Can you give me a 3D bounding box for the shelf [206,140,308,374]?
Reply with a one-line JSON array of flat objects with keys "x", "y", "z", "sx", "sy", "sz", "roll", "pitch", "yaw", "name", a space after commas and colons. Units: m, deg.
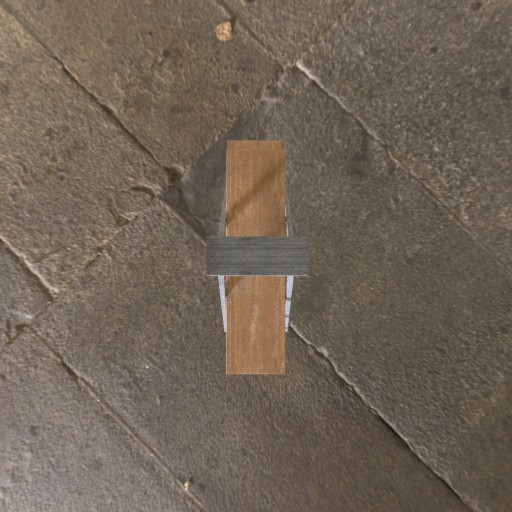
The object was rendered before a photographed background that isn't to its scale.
[{"x": 0.000, "y": 0.000, "z": 2.703, "sx": 0.508, "sy": 1.808, "sz": 1.746, "roll": 0, "pitch": 89, "yaw": 0, "name": "shelf"}]
